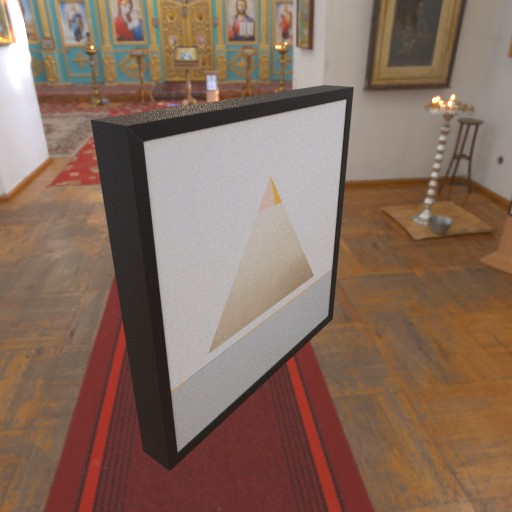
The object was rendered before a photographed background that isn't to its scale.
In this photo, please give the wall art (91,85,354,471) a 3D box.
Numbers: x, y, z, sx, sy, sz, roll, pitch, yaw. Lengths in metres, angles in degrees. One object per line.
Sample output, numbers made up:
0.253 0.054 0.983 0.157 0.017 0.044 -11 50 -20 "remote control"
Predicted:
0.000 0.000 0.451 0.037 0.303 0.304 18 32 33 "wall art"
